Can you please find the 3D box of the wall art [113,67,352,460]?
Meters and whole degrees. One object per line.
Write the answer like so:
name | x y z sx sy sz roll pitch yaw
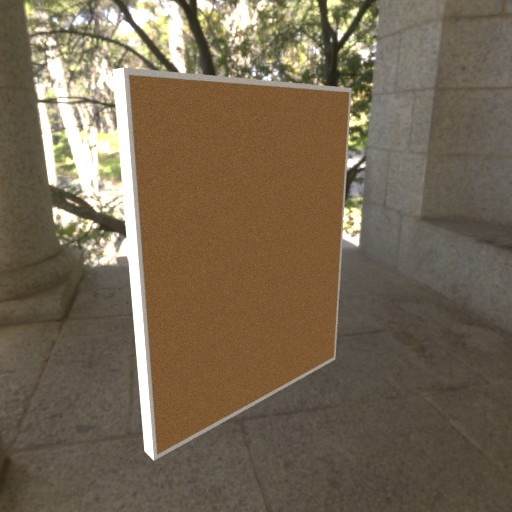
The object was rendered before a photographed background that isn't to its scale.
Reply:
wall art | 0.000 0.000 0.743 0.443 0.549 0.030 -15 22 -41
